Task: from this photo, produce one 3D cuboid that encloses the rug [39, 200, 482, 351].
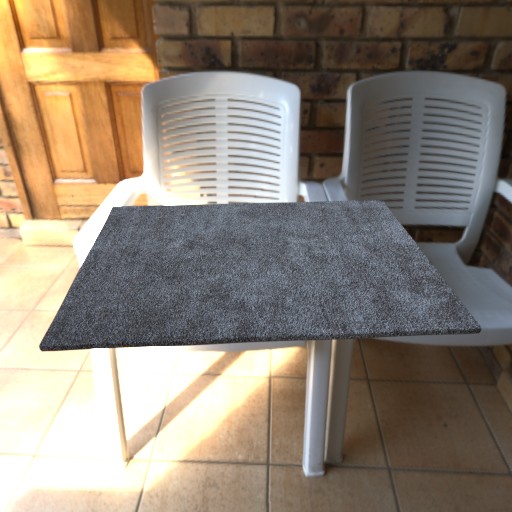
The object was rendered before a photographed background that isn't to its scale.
[{"bbox_3d":[0.000,0.000,2.110,1.601,0.025,1.198,-2,31,-3],"label":"rug"}]
